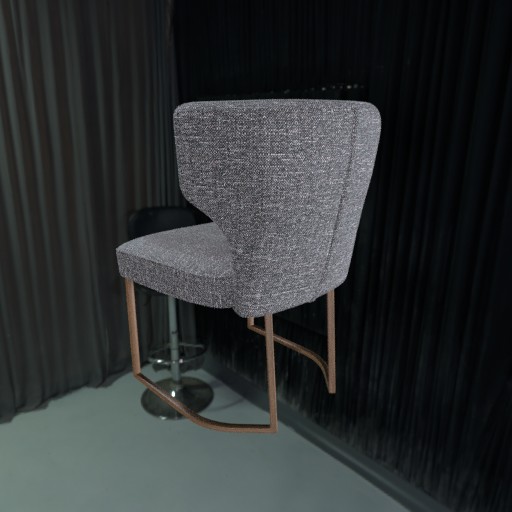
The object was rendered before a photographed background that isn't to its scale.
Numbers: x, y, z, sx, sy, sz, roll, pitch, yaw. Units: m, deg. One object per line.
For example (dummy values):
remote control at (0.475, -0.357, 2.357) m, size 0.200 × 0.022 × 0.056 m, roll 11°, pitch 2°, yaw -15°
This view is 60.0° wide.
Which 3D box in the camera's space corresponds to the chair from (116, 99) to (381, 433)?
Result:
chair at (0.000, 0.000, 1.263) m, size 0.611 × 0.824 × 0.617 m, roll -16°, pitch 23°, yaw -42°
